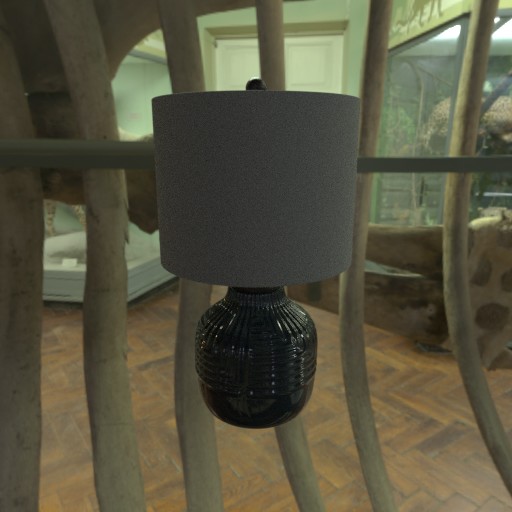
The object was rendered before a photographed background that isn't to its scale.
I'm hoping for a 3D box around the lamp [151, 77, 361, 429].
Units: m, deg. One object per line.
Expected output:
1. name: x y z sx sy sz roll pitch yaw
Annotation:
1. lamp: 0.000 0.000 0.753 0.318 0.567 0.318 0 15 0
